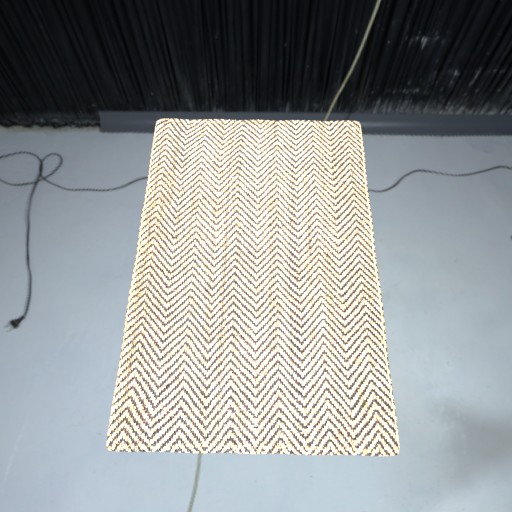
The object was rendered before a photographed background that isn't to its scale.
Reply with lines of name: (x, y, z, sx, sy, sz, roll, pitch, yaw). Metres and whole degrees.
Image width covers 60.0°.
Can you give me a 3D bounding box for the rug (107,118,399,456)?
rug: (0.000, 0.000, 2.239, 1.219, 0.008, 1.828, 1, 63, 0)
